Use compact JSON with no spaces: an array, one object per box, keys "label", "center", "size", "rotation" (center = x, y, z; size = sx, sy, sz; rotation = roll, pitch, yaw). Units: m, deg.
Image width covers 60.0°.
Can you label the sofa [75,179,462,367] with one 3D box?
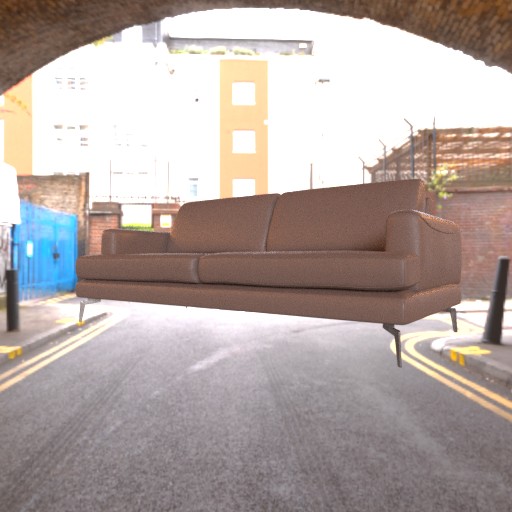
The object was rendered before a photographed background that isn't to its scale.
[{"label":"sofa","center":[0.000,0.000,2.423],"size":[1.940,0.765,0.974],"rotation":[0,0,36]}]
